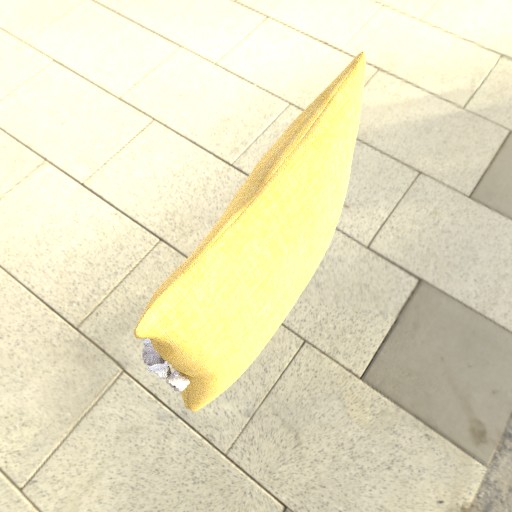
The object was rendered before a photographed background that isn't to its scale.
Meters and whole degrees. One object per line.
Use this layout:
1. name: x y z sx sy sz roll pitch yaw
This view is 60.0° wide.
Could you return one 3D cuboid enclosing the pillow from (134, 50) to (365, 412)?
1. pillow: 0.000 0.000 0.718 0.167 0.481 0.485 31 67 15
